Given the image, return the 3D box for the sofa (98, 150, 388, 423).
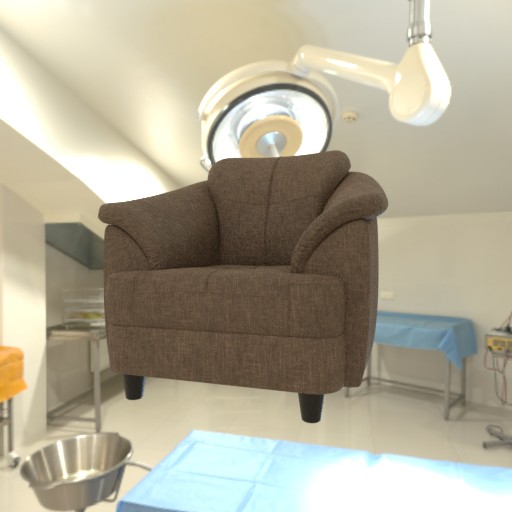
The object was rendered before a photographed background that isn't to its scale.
[{"bbox_3d":[0.000,0.000,1.498,0.870,0.811,0.794,0,1,19],"label":"sofa"}]
